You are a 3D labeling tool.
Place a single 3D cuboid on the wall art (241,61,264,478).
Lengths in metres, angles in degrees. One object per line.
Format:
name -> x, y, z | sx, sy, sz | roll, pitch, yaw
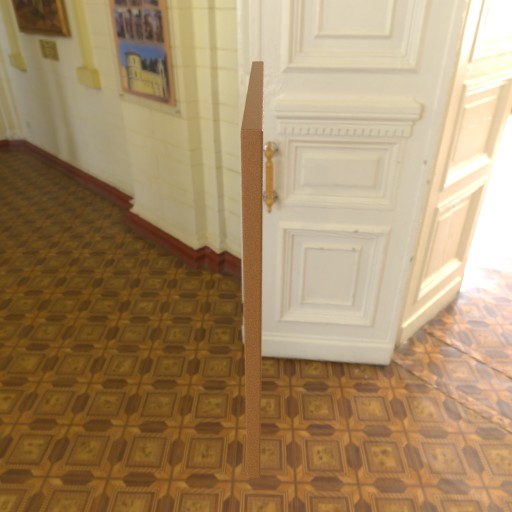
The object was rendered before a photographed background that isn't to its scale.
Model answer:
wall art -> 0.000, 0.000, 0.517 | 0.015, 0.379, 0.310 | 1, 31, 1
